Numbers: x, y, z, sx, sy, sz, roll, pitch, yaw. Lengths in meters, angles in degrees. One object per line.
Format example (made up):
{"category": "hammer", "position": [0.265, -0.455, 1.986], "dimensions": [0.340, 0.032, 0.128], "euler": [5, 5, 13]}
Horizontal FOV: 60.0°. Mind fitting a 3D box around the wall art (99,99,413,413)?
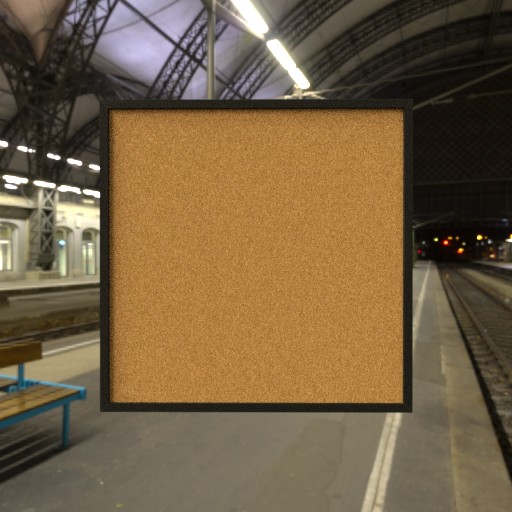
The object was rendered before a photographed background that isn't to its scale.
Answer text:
{"category": "wall art", "position": [0.000, 0.000, 0.451], "dimensions": [0.305, 0.305, 0.037], "euler": [0, 0, 0]}
